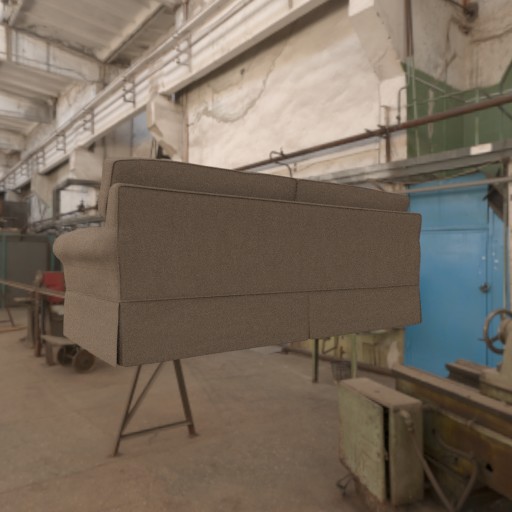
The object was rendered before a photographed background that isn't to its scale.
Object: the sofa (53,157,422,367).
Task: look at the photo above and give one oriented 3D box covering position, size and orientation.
[{"bbox_3d":[0.000,0.000,2.830,2.248,0.943,0.991,0,0,-36],"label":"sofa"}]
